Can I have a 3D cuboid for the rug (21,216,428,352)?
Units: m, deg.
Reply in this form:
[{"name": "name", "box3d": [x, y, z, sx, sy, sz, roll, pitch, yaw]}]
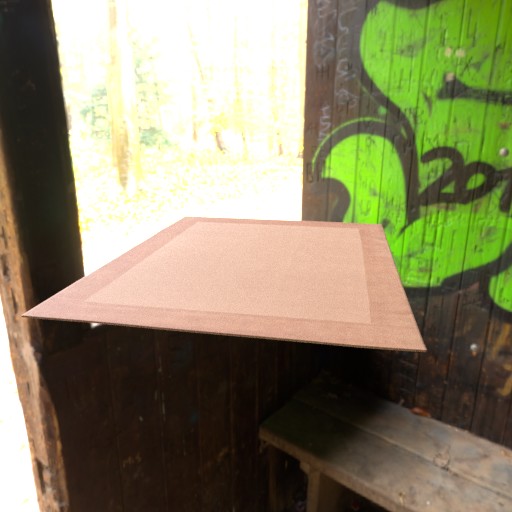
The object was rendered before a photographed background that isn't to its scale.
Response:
[{"name": "rug", "box3d": [0.000, 0.000, 3.994, 2.431, 0.021, 3.057, 3, 17, 10]}]
